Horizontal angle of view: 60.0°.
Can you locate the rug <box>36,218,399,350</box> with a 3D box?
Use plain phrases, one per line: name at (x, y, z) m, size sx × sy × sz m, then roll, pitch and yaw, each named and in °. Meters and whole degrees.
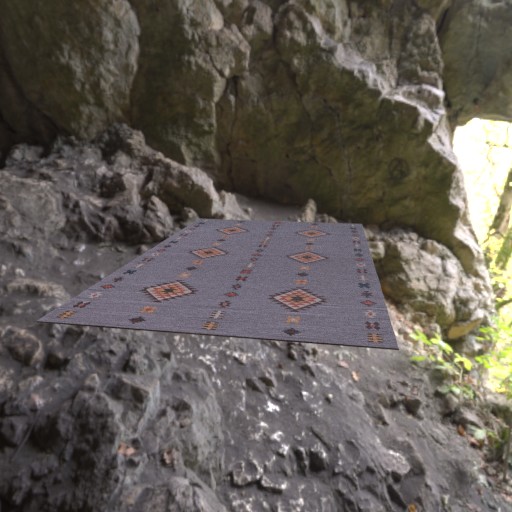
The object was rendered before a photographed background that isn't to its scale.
rug at (0.000, 0.000, 2.949) m, size 1.515 × 0.007 × 2.427 m, roll 3°, pitch 16°, yaw 9°
